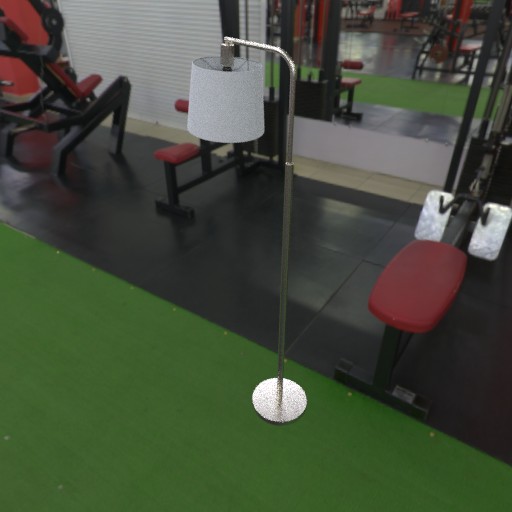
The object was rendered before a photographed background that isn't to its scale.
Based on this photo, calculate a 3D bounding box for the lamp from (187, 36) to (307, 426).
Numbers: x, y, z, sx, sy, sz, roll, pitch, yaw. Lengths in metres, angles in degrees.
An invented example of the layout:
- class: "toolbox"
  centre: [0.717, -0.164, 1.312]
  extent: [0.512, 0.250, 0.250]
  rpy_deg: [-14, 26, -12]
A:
- class: "lamp"
  centre: [0.000, 0.000, 1.673]
  extent: [0.508, 1.478, 0.254]
  rpy_deg: [22, 39, 30]
